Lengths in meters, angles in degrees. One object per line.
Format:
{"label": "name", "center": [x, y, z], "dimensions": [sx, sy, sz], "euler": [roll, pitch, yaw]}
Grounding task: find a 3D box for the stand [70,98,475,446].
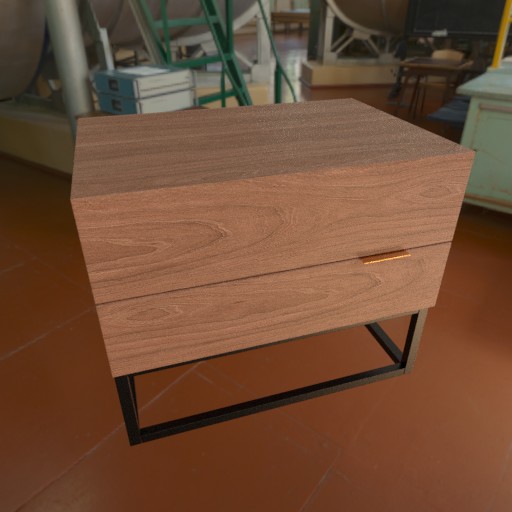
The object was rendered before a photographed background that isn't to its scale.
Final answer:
{"label": "stand", "center": [0.000, 0.000, 0.907], "dimensions": [0.600, 0.500, 0.420], "euler": [-9, 33, -15]}
